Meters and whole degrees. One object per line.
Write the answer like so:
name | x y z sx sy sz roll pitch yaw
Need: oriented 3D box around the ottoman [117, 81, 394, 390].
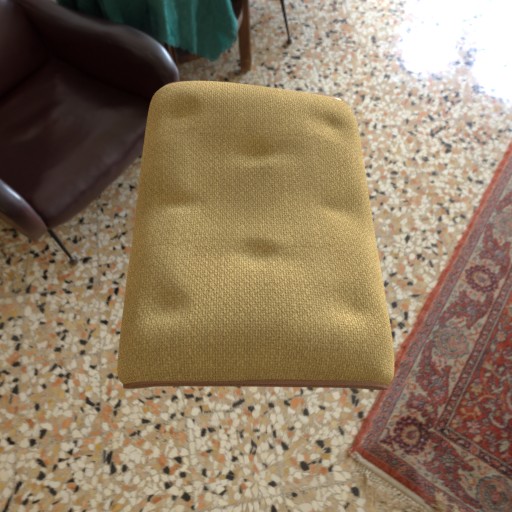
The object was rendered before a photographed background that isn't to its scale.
ottoman | 0.000 0.000 0.810 0.394 0.391 0.520 -1 63 0
